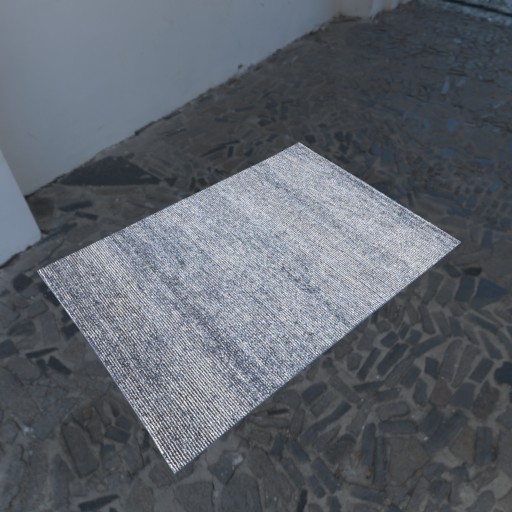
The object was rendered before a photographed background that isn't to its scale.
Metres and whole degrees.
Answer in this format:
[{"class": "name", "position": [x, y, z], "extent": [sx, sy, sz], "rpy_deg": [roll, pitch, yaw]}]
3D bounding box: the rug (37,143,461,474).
[{"class": "rug", "position": [0.000, 0.000, 2.962], "extent": [2.349, 0.030, 1.624], "rpy_deg": [-31, 54, -26]}]
